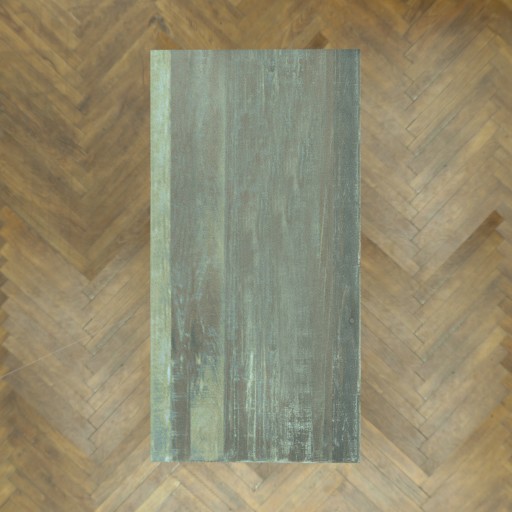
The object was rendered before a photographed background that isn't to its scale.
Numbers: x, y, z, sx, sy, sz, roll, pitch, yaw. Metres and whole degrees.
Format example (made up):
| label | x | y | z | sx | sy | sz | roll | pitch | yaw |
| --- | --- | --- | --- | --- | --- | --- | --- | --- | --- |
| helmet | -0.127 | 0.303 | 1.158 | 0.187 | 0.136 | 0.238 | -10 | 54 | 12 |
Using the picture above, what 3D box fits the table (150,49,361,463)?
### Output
| label | x | y | z | sx | sy | sz | roll | pitch | yaw |
| --- | --- | --- | --- | --- | --- | --- | --- | --- | --- |
| table | 0.000 | 0.000 | 1.367 | 0.554 | 0.399 | 1.088 | 0 | 90 | 1 |
